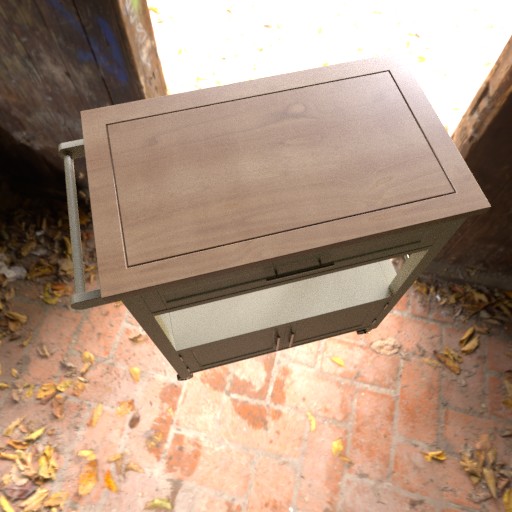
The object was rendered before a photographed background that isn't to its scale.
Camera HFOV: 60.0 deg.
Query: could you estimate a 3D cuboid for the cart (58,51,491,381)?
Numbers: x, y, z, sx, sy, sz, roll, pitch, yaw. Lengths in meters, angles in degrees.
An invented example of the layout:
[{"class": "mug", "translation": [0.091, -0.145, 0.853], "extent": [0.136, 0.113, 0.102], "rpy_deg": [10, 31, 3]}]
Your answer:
[{"class": "cart", "translation": [0.000, 0.000, 1.327], "extent": [0.840, 0.901, 0.459], "rpy_deg": [-13, 65, -6]}]
